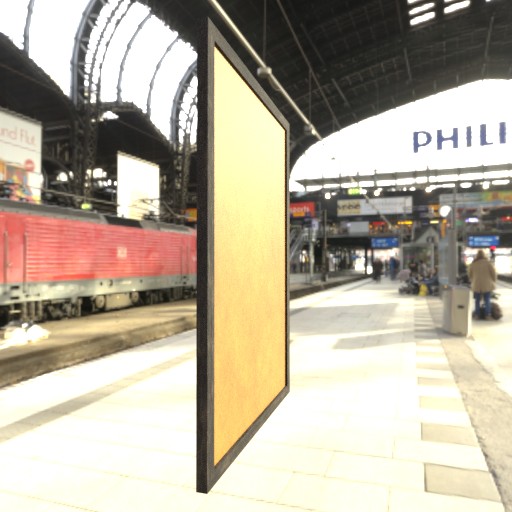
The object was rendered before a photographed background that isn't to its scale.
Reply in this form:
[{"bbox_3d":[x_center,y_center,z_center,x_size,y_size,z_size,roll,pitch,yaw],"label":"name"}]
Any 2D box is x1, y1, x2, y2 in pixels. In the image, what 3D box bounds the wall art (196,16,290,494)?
[{"bbox_3d":[0.000,0.000,1.381,0.029,1.066,0.812,0,-1,17],"label":"wall art"}]
